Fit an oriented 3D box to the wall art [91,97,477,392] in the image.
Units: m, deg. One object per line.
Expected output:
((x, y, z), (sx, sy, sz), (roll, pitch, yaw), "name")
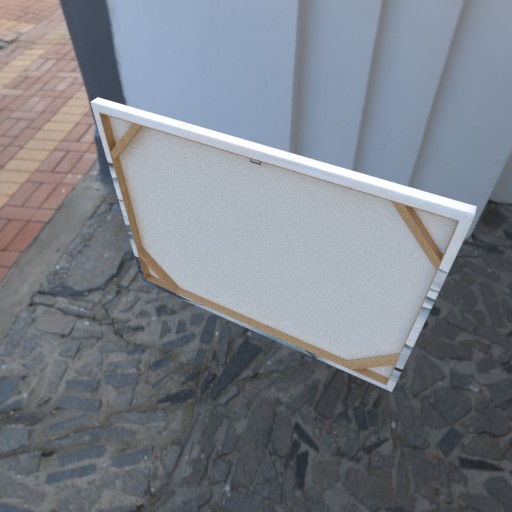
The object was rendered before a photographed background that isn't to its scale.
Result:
((0.000, 0.000, 1.609), (1.219, 0.915, 0.039), (21, 50, 19), "wall art")
